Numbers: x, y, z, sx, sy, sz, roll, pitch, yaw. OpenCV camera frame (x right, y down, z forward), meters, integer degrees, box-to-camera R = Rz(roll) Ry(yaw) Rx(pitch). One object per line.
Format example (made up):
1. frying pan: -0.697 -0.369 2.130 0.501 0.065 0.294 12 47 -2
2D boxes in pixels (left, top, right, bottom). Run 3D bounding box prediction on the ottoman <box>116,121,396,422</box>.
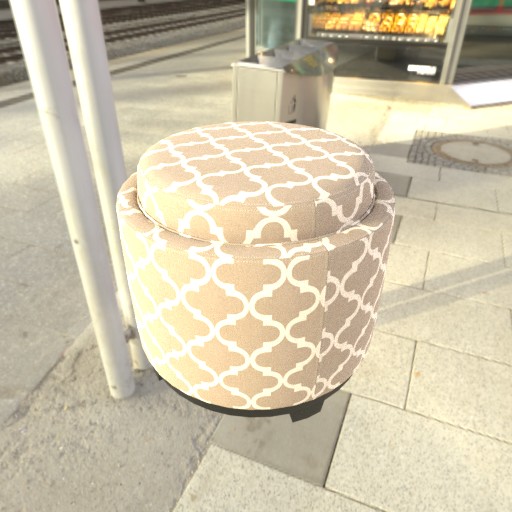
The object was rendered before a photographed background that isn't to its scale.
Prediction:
1. ottoman: 0.000 0.000 0.849 0.480 0.429 0.480 0 33 0
